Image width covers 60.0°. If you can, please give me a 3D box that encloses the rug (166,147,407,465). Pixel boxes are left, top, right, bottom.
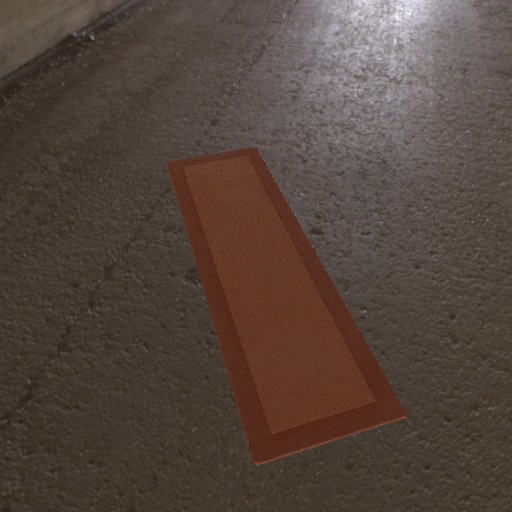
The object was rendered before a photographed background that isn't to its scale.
[{"bbox_3d":[0.000,0.000,2.815,0.914,0.013,2.471,-15,48,-14],"label":"rug"}]
